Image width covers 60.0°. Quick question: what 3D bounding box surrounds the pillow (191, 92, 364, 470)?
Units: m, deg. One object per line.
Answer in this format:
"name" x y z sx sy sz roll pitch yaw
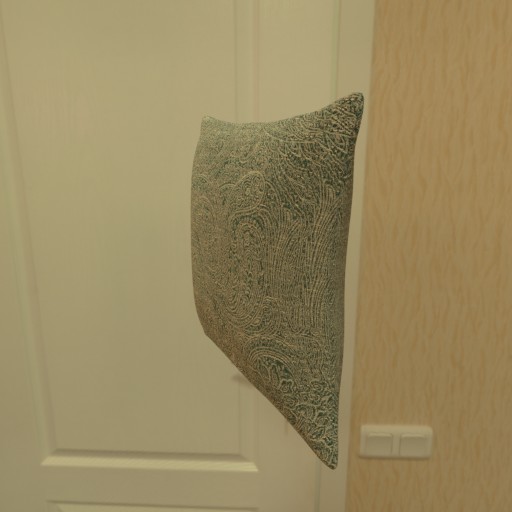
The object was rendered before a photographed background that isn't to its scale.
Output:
"pillow" 0.000 0.000 0.795 0.166 0.507 0.526 -7 16 -25
